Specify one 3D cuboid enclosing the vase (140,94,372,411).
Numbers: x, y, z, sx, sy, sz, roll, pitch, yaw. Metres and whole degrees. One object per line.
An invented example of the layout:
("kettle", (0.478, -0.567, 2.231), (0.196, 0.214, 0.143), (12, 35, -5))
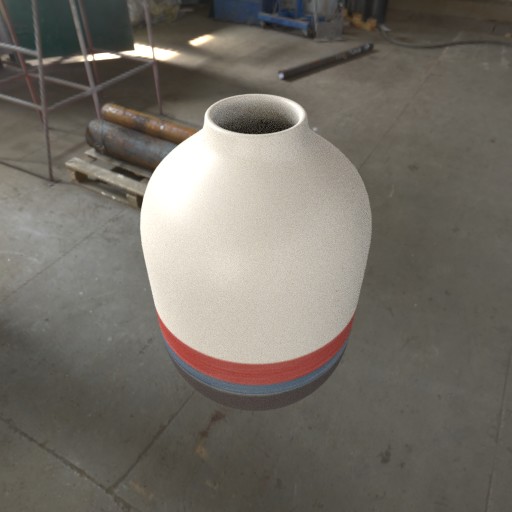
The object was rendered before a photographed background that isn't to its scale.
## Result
("vase", (0.000, 0.000, 0.353), (0.169, 0.237, 0.169), (0, 41, 0))
